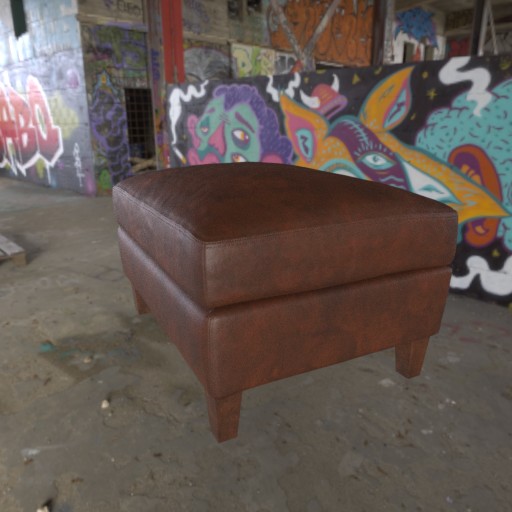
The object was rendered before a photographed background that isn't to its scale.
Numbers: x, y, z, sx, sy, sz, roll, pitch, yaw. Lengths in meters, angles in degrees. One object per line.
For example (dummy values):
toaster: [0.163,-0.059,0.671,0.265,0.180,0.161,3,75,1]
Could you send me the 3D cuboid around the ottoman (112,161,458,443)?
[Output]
ottoman: [0.000,0.000,1.286,0.659,0.527,0.887,-8,19,-26]
